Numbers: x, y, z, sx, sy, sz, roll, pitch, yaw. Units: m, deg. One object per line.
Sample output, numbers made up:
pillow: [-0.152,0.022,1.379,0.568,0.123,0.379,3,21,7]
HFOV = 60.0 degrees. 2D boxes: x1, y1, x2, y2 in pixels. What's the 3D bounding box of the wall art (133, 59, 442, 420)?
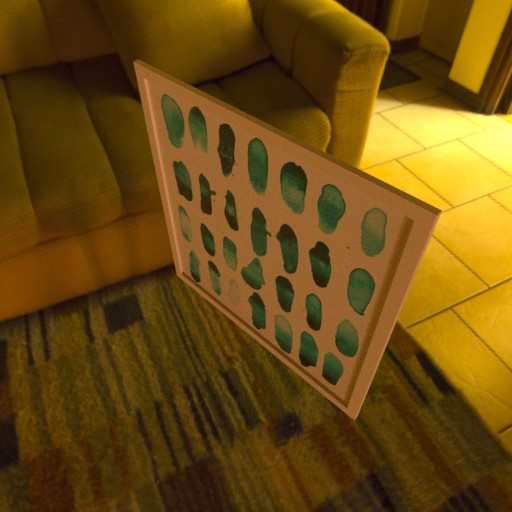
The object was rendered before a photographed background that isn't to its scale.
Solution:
wall art: [0.000,0.000,0.674,0.456,0.457,0.009,35,56,28]
